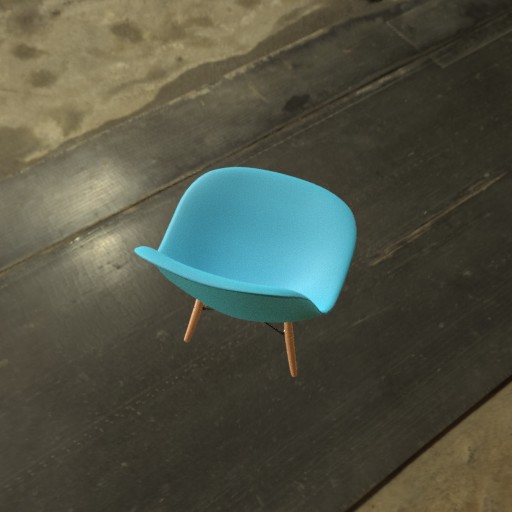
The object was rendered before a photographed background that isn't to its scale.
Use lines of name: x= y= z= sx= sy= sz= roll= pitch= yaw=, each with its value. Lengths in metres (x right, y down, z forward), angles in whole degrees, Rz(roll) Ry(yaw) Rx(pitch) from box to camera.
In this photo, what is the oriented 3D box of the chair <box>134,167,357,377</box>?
chair: x=0.000 y=0.000 z=1.137 sx=0.470 sy=0.826 sz=0.531 roll=16 pitch=65 yaw=8
